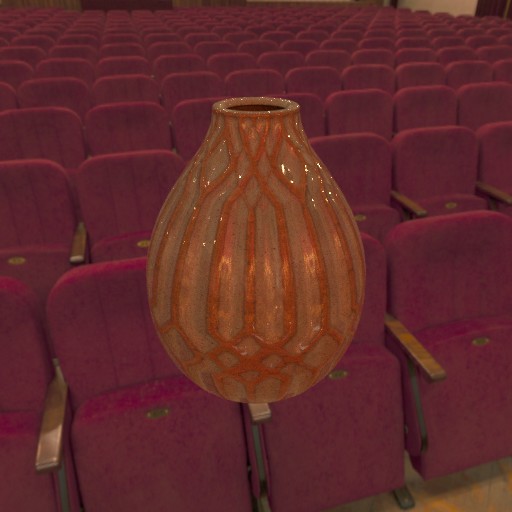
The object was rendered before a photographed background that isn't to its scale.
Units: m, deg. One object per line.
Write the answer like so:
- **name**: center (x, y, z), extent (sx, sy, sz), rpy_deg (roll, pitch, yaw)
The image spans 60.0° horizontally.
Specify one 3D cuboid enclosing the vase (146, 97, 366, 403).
- **vase**: center (0.000, 0.000, 0.265), extent (0.131, 0.175, 0.131), rpy_deg (0, 29, 0)
